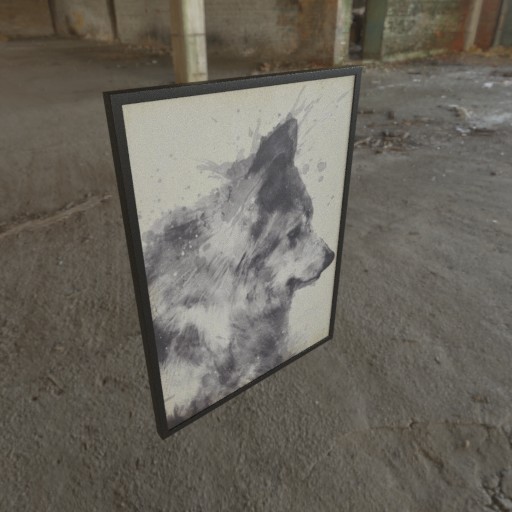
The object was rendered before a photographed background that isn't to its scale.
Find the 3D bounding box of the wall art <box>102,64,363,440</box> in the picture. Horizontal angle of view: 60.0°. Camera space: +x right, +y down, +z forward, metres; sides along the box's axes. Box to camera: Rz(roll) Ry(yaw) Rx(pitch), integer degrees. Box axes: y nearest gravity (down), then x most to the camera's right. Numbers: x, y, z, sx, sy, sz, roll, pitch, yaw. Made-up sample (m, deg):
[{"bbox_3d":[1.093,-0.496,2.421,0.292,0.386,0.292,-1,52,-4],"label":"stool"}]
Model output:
[{"bbox_3d":[0.000,0.000,1.401,0.804,1.061,0.039,-22,36,-33],"label":"wall art"}]
